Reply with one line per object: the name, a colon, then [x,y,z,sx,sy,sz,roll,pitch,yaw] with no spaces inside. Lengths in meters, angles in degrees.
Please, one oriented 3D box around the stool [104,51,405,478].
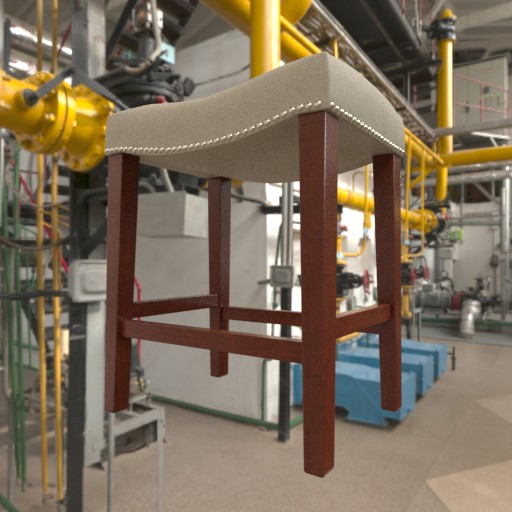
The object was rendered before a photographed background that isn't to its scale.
stool: [0.000,0.000,0.913,0.509,0.632,0.375,0,-1,35]
